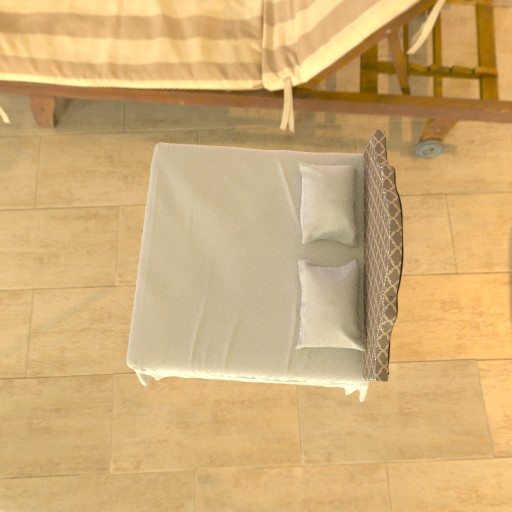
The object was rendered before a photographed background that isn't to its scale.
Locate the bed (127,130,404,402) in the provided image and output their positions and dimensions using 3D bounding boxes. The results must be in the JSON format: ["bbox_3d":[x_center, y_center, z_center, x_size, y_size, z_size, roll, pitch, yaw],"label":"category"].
[{"bbox_3d":[0.000,0.000,3.752,2.222,1.601,2.314,3,75,1],"label":"bed"}]
